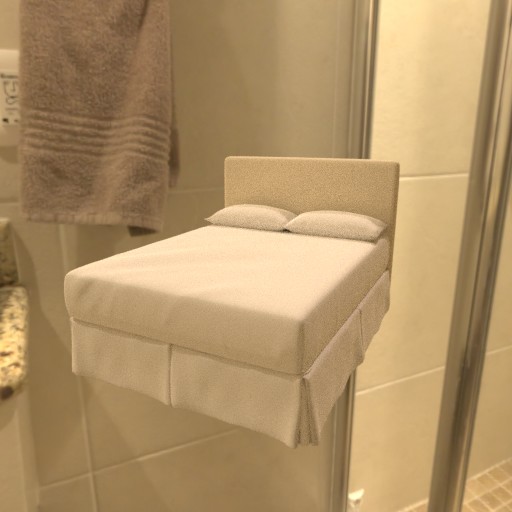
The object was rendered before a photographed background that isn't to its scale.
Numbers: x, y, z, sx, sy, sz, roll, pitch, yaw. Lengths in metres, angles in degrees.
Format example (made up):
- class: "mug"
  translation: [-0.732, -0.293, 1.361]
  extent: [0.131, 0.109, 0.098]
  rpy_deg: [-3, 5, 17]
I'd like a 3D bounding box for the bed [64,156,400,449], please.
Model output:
- class: "bed"
  translation: [0.000, 0.000, 3.267]
  extent: [1.714, 1.330, 2.147]
  rpy_deg: [8, 17, 26]
